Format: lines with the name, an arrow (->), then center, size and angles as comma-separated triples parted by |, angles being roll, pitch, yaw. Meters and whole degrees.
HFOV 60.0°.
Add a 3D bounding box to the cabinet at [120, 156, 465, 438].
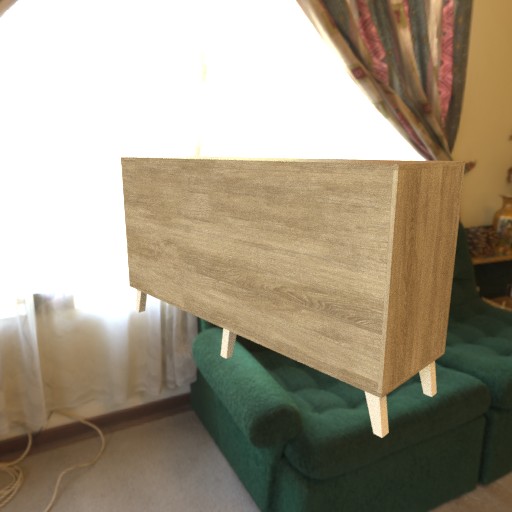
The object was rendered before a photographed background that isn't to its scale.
cabinet -> 0.000, 0.000, 2.027 | 0.450, 0.870, 1.600 | -13, 19, -42
